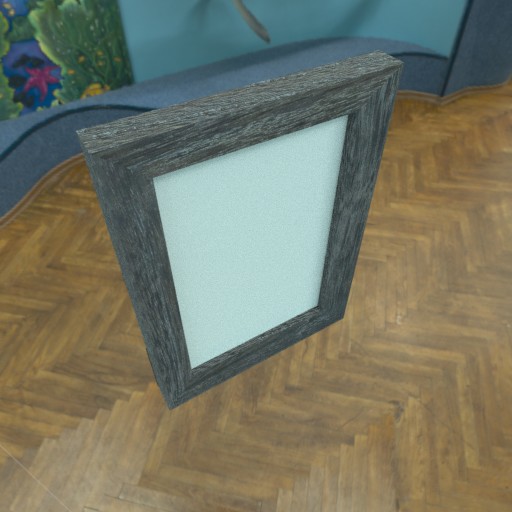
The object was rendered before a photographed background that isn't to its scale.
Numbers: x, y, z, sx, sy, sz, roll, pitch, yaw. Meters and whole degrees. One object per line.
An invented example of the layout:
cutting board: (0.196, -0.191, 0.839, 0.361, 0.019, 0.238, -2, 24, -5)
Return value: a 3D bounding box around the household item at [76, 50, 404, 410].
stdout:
household item: (0.000, 0.000, 0.232, 0.133, 0.180, 0.020, -23, 50, -21)
